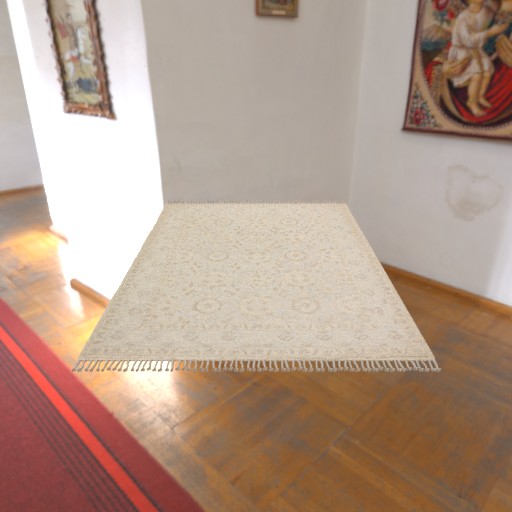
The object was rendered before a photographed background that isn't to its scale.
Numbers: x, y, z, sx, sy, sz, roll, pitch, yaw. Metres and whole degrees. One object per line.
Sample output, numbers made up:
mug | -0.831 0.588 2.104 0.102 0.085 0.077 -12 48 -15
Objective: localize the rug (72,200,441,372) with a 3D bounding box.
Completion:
rug | 0.000 0.000 2.260 1.223 0.015 1.771 0 25 0
